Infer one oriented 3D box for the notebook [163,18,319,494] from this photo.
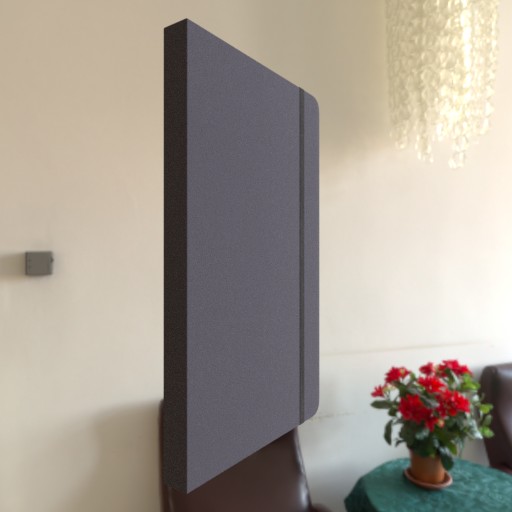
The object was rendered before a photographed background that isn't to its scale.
[{"bbox_3d":[0.000,0.000,0.253,0.016,0.213,0.127,0,0,36],"label":"notebook"}]
